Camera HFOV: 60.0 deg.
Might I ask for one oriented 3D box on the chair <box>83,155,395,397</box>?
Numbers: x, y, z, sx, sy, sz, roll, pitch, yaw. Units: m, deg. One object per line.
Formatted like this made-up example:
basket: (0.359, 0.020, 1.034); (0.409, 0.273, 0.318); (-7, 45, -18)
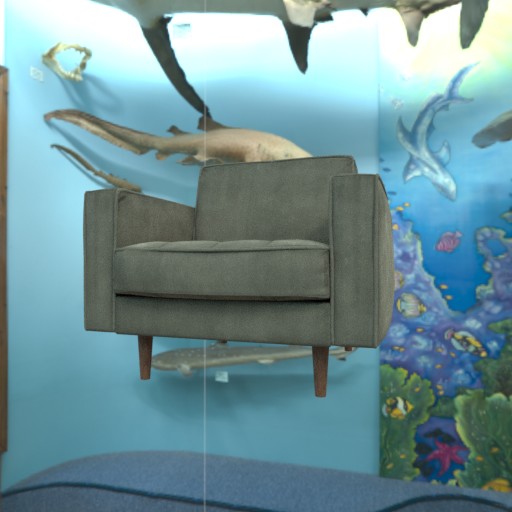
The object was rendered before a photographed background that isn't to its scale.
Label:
chair: (0.000, 0.000, 1.562); (0.928, 0.773, 0.843); (0, -1, 18)
